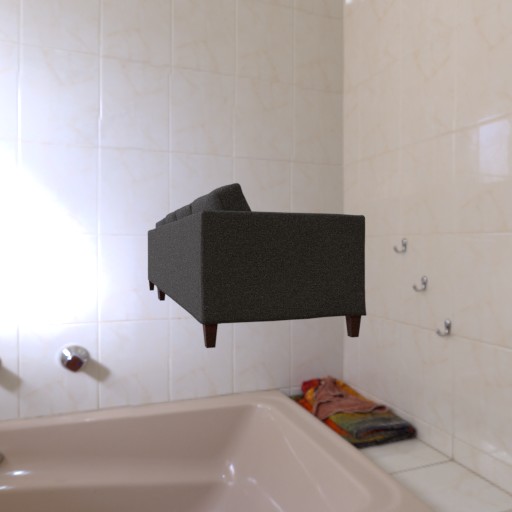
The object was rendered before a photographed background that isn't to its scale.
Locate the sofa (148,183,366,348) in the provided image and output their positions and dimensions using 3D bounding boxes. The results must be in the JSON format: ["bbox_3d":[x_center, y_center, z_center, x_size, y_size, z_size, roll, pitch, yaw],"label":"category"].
[{"bbox_3d":[0.000,0.000,3.917,1.625,0.846,3.186,0,1,-19],"label":"sofa"}]
